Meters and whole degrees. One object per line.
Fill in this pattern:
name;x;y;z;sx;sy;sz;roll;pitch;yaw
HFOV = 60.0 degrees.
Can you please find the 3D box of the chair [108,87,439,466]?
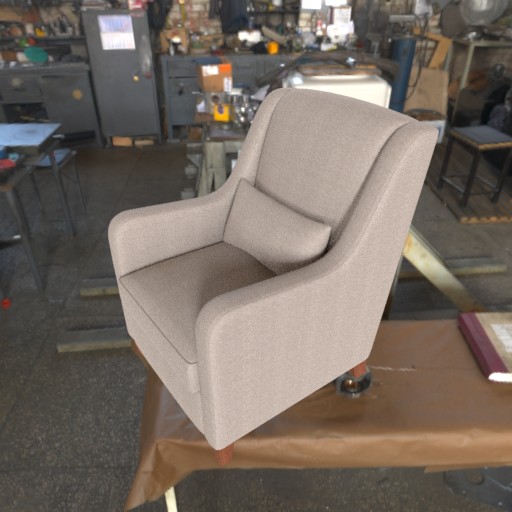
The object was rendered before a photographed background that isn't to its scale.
chair;0.000;0.000;1.619;0.890;1.017;0.715;-22;39;-30
